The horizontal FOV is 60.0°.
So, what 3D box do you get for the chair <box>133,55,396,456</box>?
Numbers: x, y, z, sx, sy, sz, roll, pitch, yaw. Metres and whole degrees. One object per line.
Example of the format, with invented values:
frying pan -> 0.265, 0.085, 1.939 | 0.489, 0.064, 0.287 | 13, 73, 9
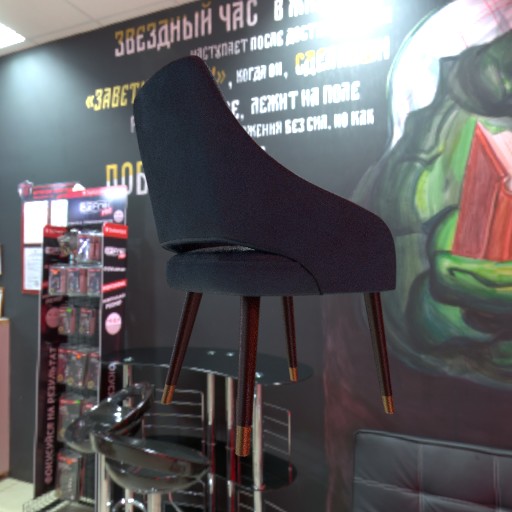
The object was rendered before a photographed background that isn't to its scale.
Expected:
chair -> 0.000, 0.000, 1.551 | 0.794, 1.081, 0.683 | 1, -2, -34
